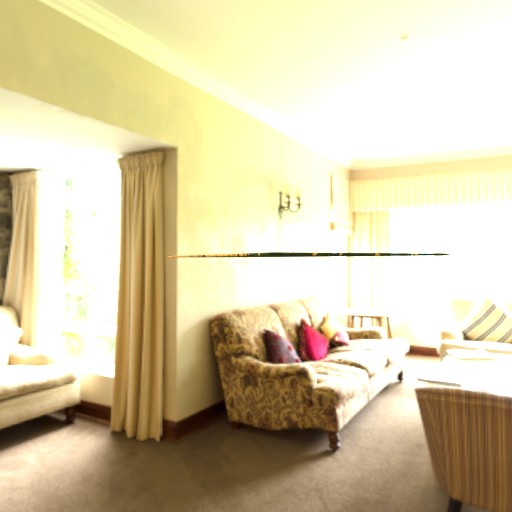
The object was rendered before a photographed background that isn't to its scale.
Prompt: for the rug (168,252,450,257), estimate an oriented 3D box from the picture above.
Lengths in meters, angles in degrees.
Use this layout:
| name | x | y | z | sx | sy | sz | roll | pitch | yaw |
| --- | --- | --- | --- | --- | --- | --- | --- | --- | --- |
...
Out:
| name | x | y | z | sx | sy | sz | roll | pitch | yaw |
| --- | --- | --- | --- | --- | --- | --- | --- | --- | --- |
| rug | 0.000 | 0.000 | 2.743 | 0.750 | 0.011 | 2.435 | 0 | 0 | -19 |
